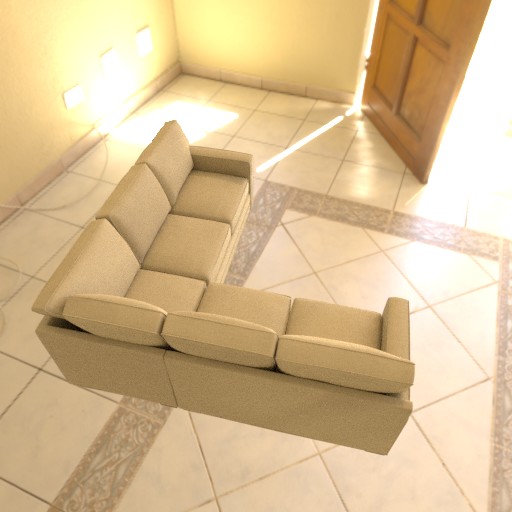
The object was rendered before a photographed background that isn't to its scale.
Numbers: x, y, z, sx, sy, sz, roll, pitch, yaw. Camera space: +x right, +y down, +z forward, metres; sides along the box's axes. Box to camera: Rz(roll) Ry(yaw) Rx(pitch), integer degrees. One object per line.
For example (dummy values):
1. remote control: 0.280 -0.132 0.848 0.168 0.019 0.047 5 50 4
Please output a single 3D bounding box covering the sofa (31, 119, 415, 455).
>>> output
1. sofa: 0.000 0.000 3.331 2.182 0.939 2.189 10 48 9
